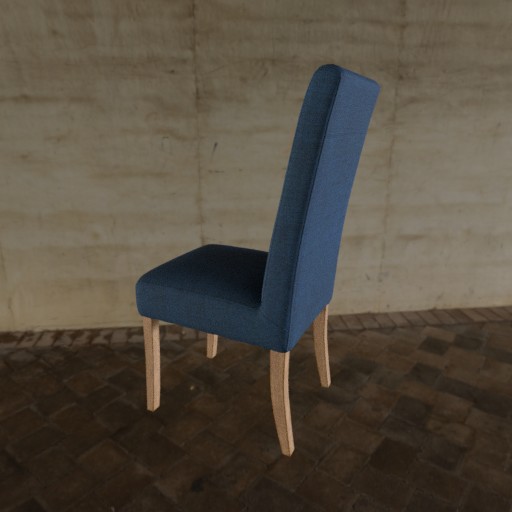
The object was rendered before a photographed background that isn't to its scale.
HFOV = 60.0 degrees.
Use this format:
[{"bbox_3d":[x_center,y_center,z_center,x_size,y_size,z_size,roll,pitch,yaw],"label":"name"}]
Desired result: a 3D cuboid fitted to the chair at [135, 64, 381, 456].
[{"bbox_3d":[0.000,0.000,1.370,0.610,1.029,0.450,8,19,24],"label":"chair"}]
